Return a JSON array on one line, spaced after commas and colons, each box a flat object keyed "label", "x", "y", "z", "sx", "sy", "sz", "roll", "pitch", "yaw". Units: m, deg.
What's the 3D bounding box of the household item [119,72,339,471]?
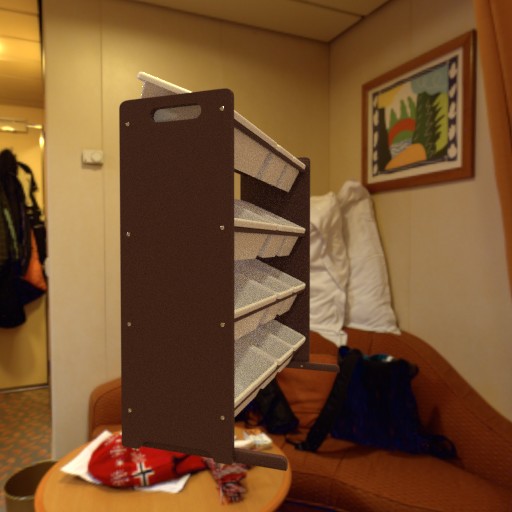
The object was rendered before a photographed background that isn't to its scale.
[{"label": "household item", "x": 0.000, "y": 0.000, "z": 1.320, "sx": 0.389, "sy": 0.864, "sz": 0.787, "roll": 1, "pitch": 2, "yaw": 19}]
